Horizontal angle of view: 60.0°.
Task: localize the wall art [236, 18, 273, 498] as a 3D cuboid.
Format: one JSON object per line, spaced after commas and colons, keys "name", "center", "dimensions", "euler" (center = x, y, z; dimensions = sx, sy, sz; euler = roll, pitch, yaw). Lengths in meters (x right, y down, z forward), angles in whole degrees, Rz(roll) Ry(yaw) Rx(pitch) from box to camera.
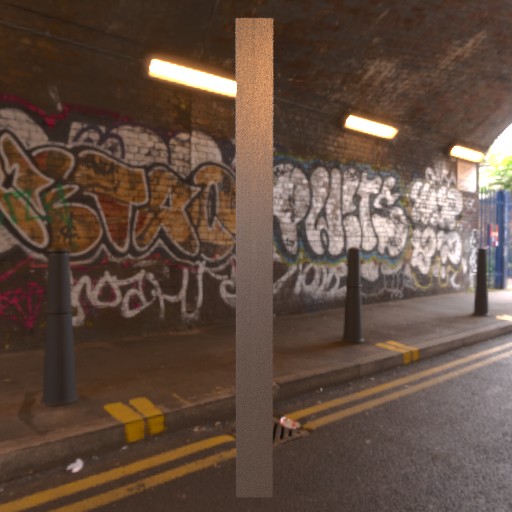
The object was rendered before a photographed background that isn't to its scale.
{"name": "wall art", "center": [0.000, 0.000, 0.504], "dimensions": [0.030, 0.379, 0.308], "euler": [0, 2, 1]}
